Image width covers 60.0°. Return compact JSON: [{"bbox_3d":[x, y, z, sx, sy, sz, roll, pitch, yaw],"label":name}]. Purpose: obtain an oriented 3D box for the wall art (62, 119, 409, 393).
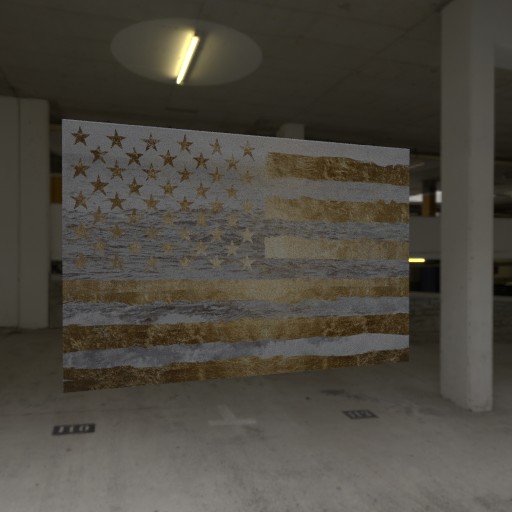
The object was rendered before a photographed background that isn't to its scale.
[{"bbox_3d":[0.000,0.000,1.431,1.145,0.762,0.041,0,0,-18],"label":"wall art"}]
